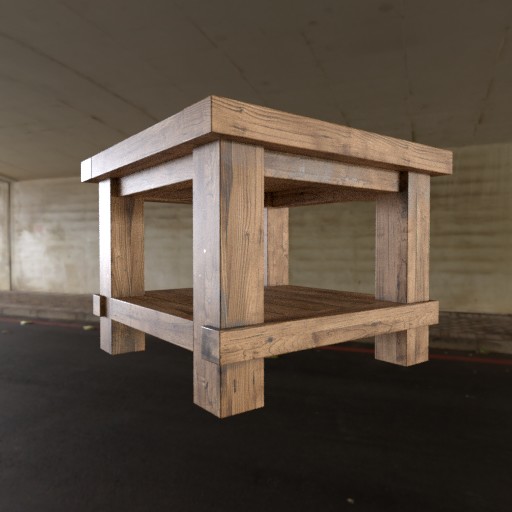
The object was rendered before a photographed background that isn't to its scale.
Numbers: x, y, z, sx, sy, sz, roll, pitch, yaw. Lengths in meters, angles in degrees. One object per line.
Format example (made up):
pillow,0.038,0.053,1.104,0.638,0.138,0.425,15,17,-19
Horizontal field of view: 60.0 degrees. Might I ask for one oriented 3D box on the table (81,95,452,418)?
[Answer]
table,0.000,0.000,1.028,0.610,0.457,0.610,-1,2,-37
